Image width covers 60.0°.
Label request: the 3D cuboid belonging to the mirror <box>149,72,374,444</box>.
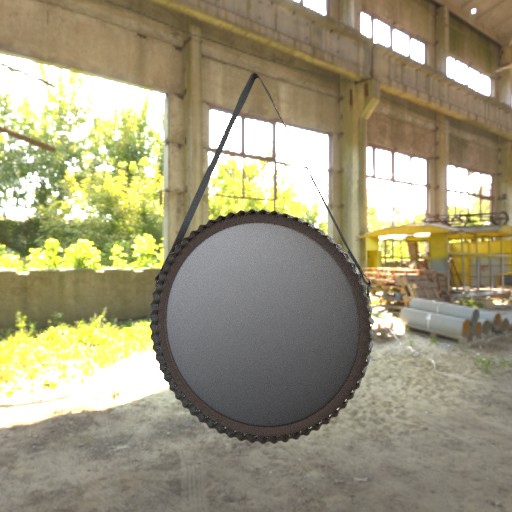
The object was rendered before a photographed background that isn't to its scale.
[{"bbox_3d":[0.000,0.000,0.692,0.355,0.568,0.042,0,0,18],"label":"mirror"}]
